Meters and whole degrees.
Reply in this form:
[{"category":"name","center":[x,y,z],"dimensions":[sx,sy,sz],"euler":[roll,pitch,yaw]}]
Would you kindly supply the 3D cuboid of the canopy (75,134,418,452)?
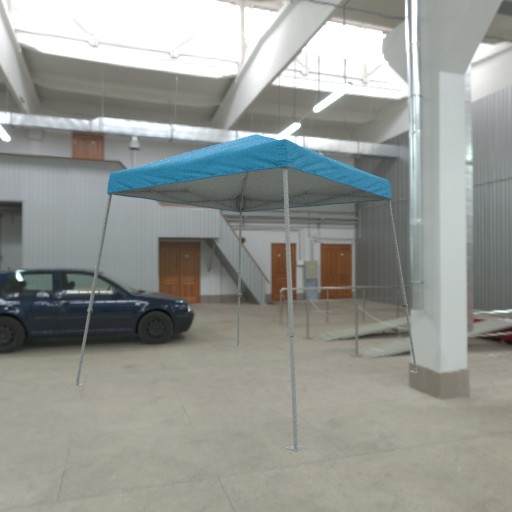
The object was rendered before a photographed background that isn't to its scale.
[{"category":"canopy","center":[0.000,0.000,6.546],"dimensions":[3.599,3.600,3.600],"euler":[0,-1,37]}]
